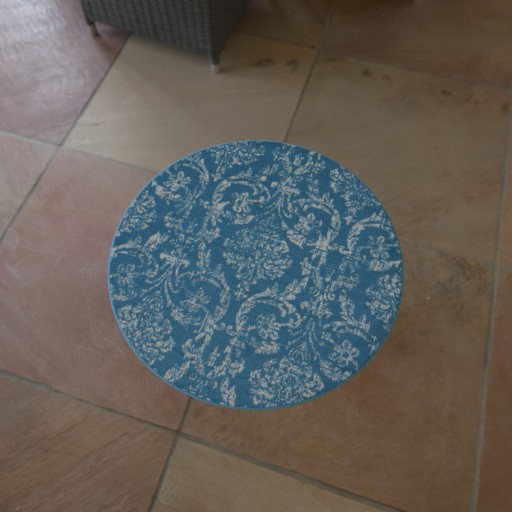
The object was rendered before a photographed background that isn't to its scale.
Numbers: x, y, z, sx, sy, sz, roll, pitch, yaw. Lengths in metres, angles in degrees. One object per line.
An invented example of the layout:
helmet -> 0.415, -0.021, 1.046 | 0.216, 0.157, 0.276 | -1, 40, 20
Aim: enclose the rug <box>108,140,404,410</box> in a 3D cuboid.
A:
rug -> 0.000, 0.000, 2.408 | 1.593, 0.012, 1.593 | 0, 64, 0
